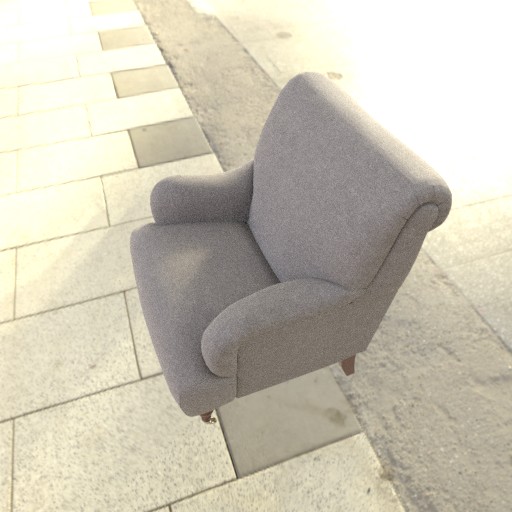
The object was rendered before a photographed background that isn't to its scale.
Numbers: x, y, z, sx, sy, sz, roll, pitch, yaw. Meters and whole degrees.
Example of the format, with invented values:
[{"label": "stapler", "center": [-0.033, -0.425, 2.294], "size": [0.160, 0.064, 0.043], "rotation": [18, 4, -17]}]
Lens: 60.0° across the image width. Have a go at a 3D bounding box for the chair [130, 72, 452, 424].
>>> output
[{"label": "chair", "center": [0.000, 0.000, 1.554], "size": [0.843, 0.942, 0.766], "rotation": [-16, 48, -15]}]
